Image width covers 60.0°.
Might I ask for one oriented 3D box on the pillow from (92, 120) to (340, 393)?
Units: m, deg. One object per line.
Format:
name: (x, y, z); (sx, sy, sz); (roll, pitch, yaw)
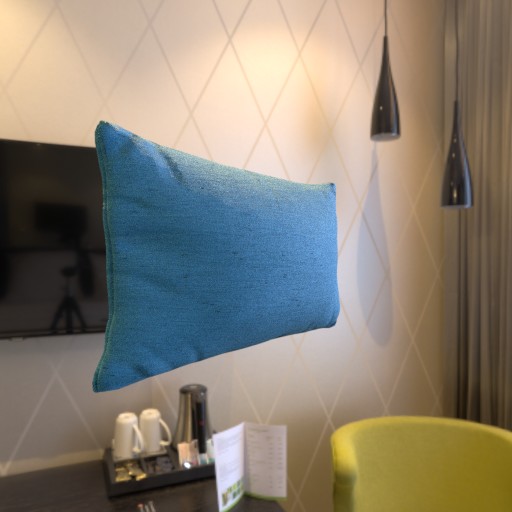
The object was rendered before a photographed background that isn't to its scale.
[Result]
pillow: (0.000, 0.000, 0.790); (0.210, 0.338, 0.633); (0, 0, 37)
